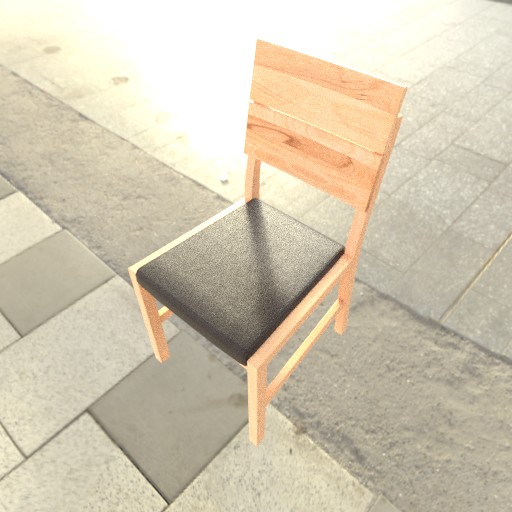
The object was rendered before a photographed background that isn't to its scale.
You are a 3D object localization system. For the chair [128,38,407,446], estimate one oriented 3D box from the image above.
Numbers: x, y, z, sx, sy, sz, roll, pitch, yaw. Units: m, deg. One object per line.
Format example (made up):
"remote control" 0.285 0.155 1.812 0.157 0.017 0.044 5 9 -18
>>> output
"chair" 0.000 0.000 1.269 0.475 0.950 0.560 32 54 27
